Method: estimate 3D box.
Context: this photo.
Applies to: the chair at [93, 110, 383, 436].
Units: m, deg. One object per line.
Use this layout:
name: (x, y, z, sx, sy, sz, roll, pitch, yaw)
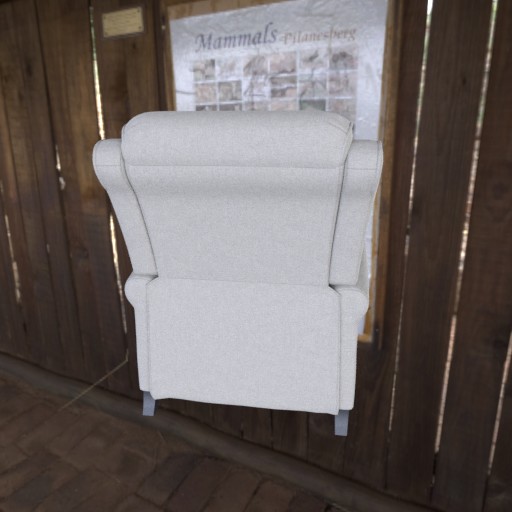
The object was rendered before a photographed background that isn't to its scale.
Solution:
chair: (0.000, 0.000, 1.720, 0.859, 1.046, 0.919, 2, 16, 9)
